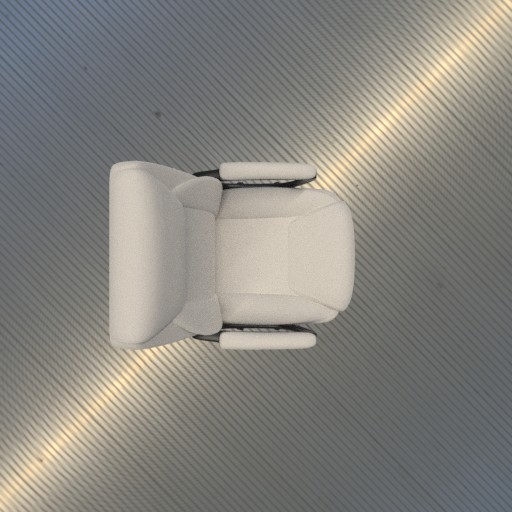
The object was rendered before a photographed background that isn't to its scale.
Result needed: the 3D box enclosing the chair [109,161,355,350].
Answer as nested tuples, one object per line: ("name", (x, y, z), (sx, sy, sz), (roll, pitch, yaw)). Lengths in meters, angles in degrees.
("chair", (0.000, 0.000, 1.474), (0.669, 1.065, 0.663), (0, 90, -1))
